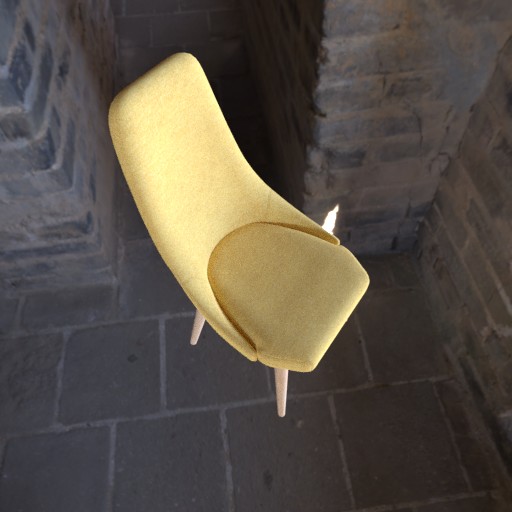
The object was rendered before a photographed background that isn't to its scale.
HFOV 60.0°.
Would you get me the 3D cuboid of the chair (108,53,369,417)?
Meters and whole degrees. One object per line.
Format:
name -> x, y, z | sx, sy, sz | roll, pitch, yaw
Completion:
chair -> 0.000, 0.000, 1.394 | 0.660, 1.040, 0.510 | 31, 62, 19
